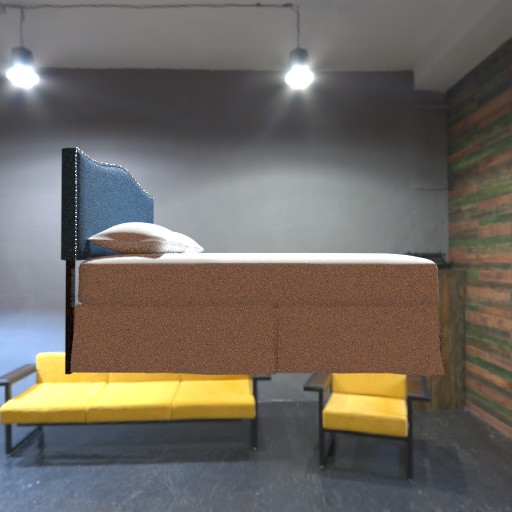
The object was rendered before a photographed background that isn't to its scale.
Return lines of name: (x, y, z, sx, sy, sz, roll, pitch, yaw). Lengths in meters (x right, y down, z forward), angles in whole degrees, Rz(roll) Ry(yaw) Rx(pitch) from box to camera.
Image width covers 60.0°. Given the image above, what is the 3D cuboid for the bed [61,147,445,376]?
bed: (0.000, 0.000, 2.913, 1.872, 1.169, 1.610, 0, -1, 0)
